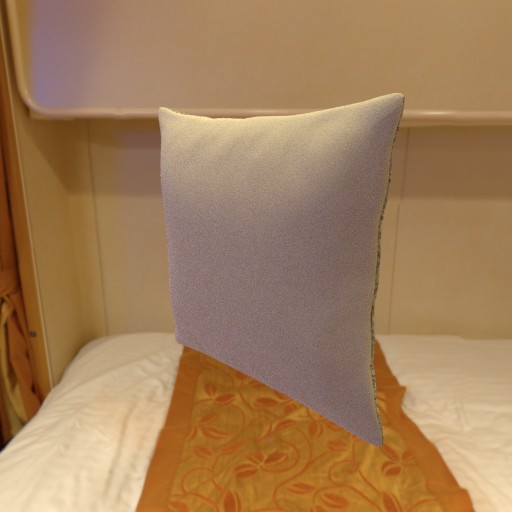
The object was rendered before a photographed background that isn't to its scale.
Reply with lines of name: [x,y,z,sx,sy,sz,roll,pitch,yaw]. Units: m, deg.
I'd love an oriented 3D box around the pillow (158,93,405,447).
pillow: [0.000,0.000,0.774,0.523,0.510,0.166,15,21,42]
